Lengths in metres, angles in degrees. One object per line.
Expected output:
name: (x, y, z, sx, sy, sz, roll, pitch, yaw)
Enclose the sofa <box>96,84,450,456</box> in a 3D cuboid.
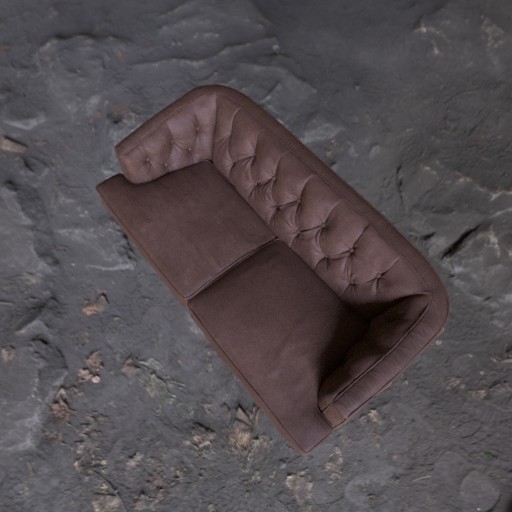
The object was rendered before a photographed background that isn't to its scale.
sofa: (0.000, 0.000, 2.300, 0.917, 0.799, 1.767, -36, 68, -17)
